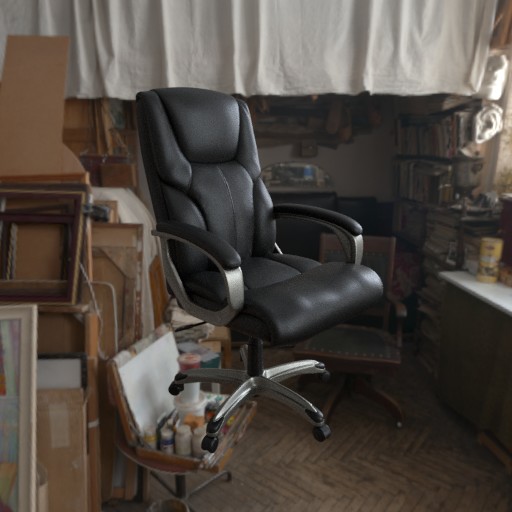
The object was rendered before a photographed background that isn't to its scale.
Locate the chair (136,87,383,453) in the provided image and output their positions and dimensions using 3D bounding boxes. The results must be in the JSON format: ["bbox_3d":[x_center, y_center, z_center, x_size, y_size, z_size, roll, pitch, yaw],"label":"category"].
[{"bbox_3d":[0.000,0.000,1.554,0.663,1.155,0.739,-14,21,-43],"label":"chair"}]
